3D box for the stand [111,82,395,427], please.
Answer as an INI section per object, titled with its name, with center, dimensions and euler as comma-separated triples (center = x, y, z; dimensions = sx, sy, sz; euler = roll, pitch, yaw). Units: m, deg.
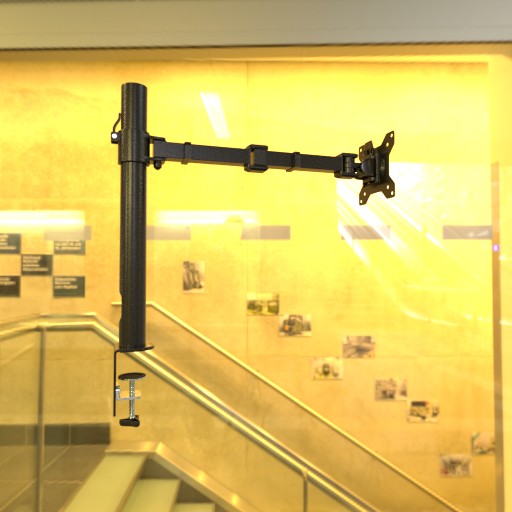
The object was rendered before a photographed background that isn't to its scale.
[stand]
center = 0.000, 0.000, 0.727
dimensions = 0.456, 0.510, 0.115
euler = 1, -2, -18
